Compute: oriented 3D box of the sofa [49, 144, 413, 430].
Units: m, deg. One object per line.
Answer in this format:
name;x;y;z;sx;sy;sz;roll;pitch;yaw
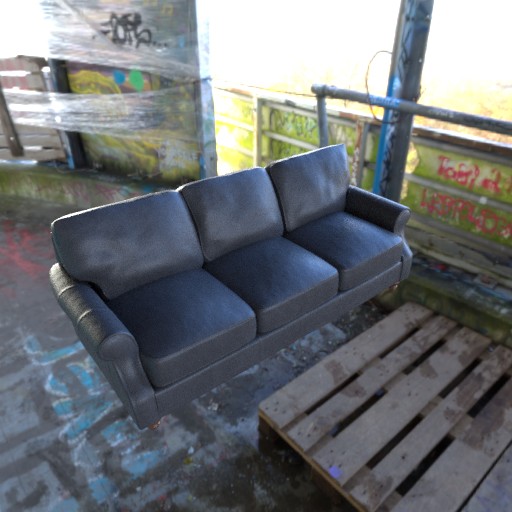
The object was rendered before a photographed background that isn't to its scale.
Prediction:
sofa;0.000;0.000;2.889;2.387;0.977;0.974;-22;37;-33
